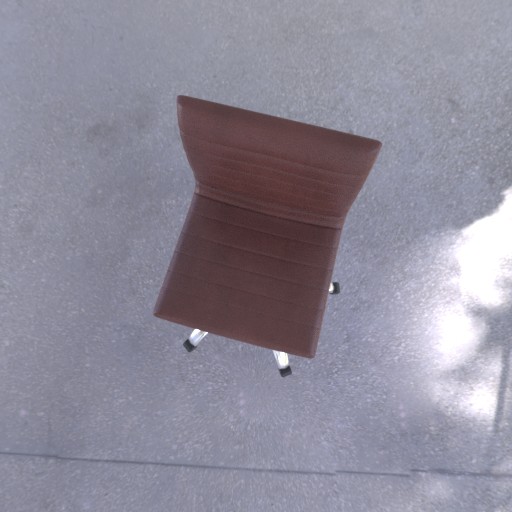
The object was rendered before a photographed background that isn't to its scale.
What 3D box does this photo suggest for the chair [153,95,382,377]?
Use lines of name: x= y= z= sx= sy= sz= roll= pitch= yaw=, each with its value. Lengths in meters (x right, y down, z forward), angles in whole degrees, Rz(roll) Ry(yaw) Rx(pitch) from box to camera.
chair: x=0.000 y=0.000 z=1.134 sx=0.556 sy=0.780 sz=0.530 roll=14 pitch=74 yaw=4
